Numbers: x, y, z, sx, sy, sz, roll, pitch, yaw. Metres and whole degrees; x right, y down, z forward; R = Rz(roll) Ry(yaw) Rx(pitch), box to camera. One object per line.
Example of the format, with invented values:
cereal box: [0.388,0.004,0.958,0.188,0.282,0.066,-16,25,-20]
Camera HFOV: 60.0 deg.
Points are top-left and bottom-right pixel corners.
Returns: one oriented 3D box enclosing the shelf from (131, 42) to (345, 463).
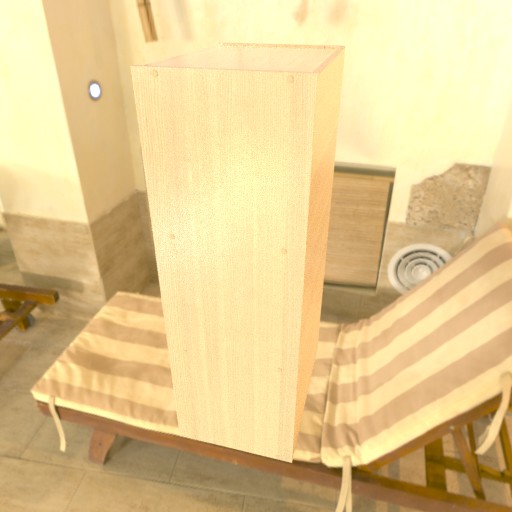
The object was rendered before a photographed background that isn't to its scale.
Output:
shelf: [0.000,0.000,1.052,0.292,0.876,0.417,8,31,13]
